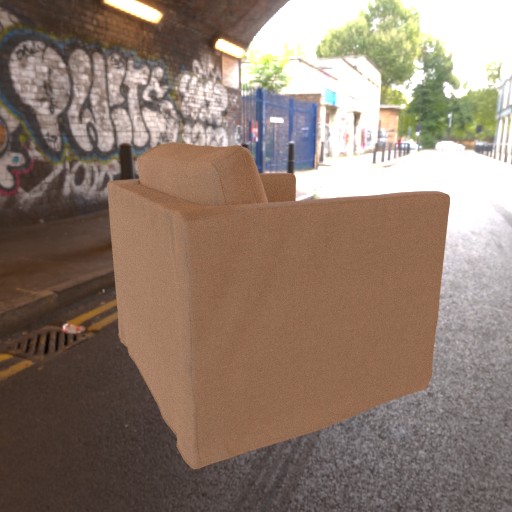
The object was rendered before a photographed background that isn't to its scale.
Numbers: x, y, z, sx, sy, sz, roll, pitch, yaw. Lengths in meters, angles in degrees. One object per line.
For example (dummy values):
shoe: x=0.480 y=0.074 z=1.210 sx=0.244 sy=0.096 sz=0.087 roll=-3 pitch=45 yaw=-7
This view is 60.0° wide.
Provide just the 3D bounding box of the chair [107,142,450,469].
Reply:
chair: x=0.000 y=0.000 z=1.743 sx=0.949 sy=0.867 sz=1.057 roll=-8 pitch=16 yaw=-27
